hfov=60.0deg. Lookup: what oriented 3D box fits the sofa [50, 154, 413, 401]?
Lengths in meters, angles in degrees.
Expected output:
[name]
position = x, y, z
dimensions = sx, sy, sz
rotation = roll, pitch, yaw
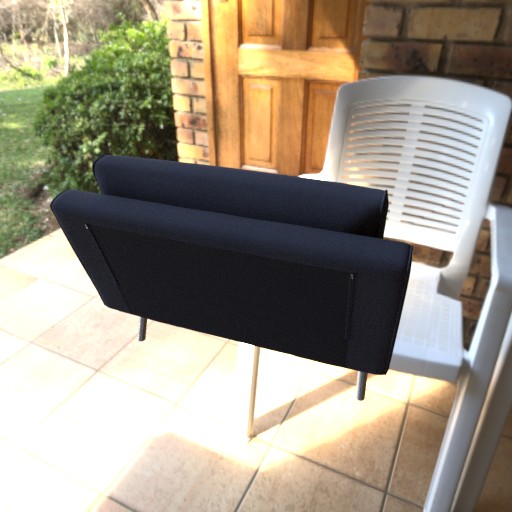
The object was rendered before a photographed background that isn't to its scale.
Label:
[sofa]
position = 0.000, 0.000, 1.885
dimensions = 1.220, 0.910, 0.910
rotation = 11, 32, 17
